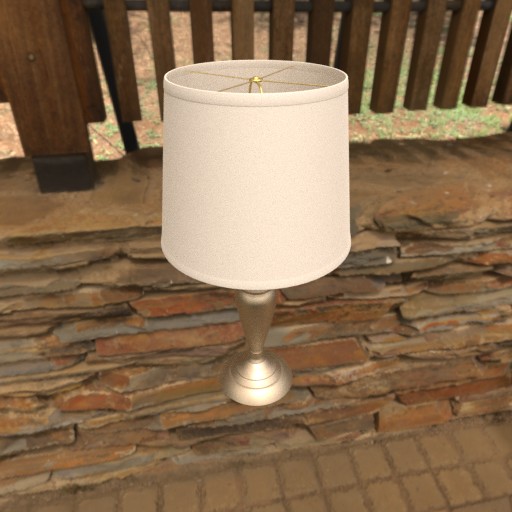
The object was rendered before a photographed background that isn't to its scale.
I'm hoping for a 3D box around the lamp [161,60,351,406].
[{"bbox_3d":[0.000,0.000,0.803,0.328,0.619,0.328,0,32,0],"label":"lamp"}]
